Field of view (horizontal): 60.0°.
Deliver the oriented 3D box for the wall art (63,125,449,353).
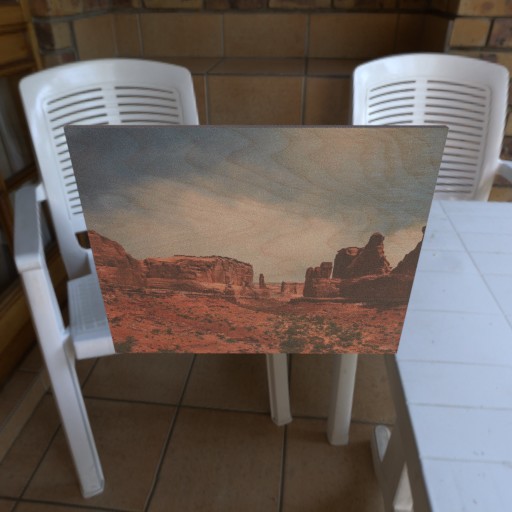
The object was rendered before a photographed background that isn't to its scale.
[{"bbox_3d":[0.000,0.000,0.696,0.508,0.406,0.013,0,32,0],"label":"wall art"}]
